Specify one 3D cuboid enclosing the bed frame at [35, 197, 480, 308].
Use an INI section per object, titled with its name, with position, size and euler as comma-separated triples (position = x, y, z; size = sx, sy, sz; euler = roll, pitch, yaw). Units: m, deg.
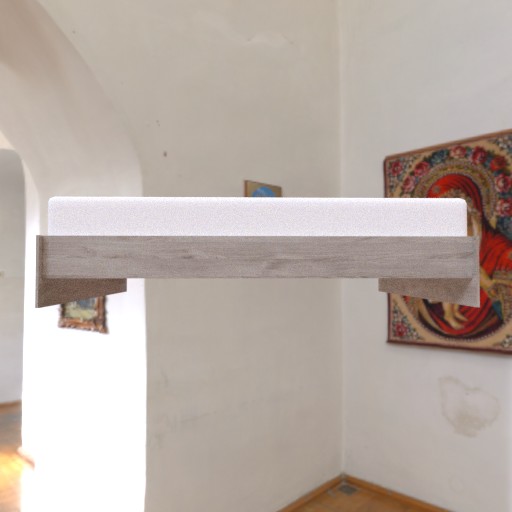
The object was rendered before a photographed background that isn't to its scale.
[bed frame]
position = 0.000, 0.000, 2.666
size = 1.945, 0.497, 1.445
euler = 0, -2, -1
